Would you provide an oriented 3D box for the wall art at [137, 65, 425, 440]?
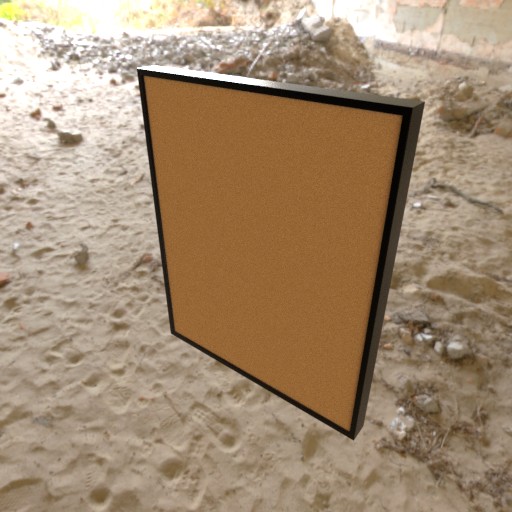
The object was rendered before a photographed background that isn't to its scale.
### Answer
[{"bbox_3d":[0.000,0.000,0.745,0.451,0.553,0.039,22,37,31],"label":"wall art"}]
